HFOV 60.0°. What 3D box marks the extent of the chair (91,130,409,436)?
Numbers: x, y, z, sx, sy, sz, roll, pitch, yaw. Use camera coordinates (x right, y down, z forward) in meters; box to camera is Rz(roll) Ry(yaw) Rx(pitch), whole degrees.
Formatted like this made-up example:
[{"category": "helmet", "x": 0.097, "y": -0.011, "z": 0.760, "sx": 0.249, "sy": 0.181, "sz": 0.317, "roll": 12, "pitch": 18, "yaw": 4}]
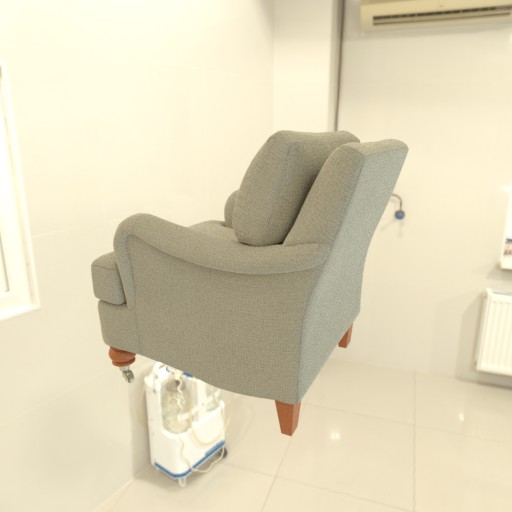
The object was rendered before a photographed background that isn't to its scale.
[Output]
[{"category": "chair", "x": 0.000, "y": 0.000, "z": 1.904, "sx": 1.070, "sy": 1.038, "sz": 0.955, "roll": 8, "pitch": 17, "yaw": 25}]
